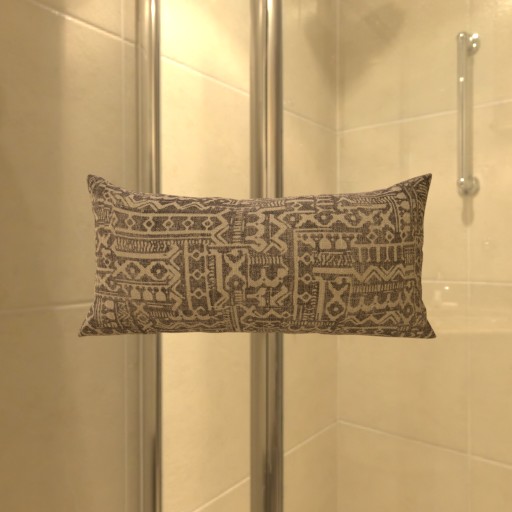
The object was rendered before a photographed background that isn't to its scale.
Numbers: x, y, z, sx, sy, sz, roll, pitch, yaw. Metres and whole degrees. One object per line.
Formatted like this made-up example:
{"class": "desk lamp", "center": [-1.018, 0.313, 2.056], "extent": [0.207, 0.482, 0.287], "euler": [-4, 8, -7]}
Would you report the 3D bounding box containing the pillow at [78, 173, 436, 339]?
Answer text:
{"class": "pillow", "center": [0.000, 0.000, 0.780], "extent": [0.631, 0.290, 0.148], "euler": [0, 0, 1]}
